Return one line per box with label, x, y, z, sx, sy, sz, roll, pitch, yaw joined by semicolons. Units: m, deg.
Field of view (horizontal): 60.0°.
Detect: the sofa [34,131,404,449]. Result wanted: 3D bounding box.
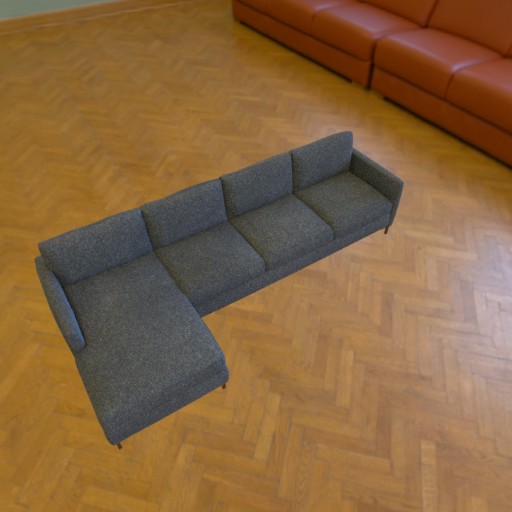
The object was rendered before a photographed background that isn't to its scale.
sofa;0.000;0.000;3.410;2.932;0.810;1.350;-25;50;-23
